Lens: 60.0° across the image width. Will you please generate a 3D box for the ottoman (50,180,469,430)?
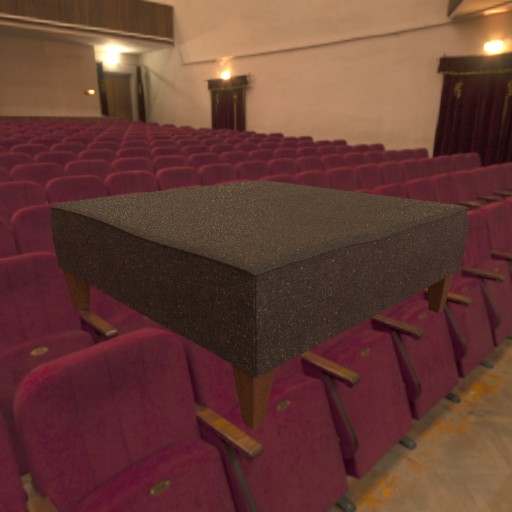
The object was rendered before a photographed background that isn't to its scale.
[{"bbox_3d":[0.000,0.000,1.498,0.968,0.382,1.004,-15,22,-42],"label":"ottoman"}]
